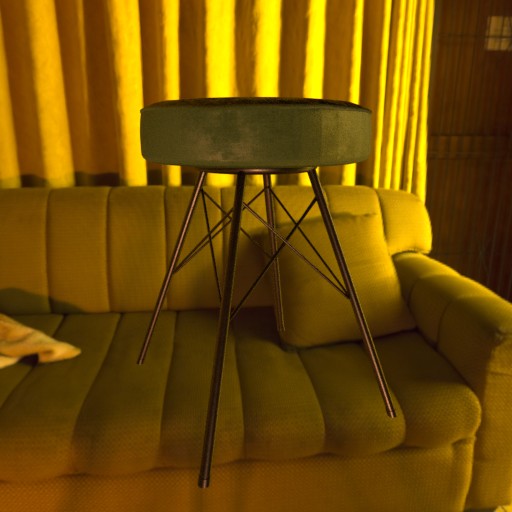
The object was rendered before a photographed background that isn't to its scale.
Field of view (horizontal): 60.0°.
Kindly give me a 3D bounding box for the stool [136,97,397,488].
[{"bbox_3d":[0.000,0.000,0.905,0.430,0.595,0.457,-8,17,-26],"label":"stool"}]
